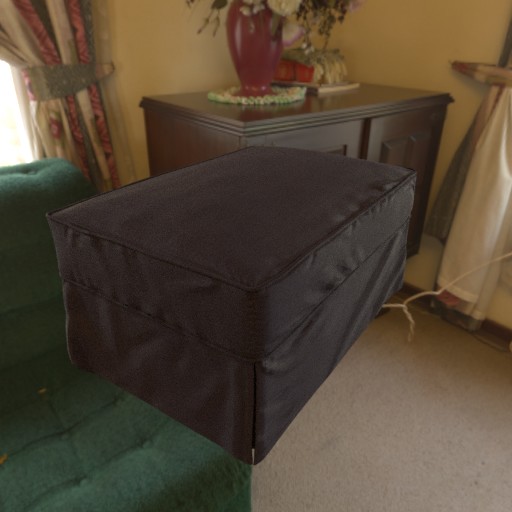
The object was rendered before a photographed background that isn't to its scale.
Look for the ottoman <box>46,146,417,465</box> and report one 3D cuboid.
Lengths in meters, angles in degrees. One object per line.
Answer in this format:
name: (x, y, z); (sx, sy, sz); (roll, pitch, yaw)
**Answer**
ottoman: (0.000, 0.000, 1.293); (0.637, 0.503, 0.938); (17, 31, 31)
